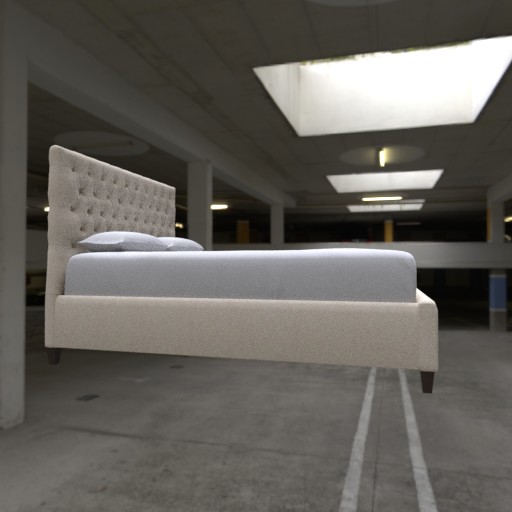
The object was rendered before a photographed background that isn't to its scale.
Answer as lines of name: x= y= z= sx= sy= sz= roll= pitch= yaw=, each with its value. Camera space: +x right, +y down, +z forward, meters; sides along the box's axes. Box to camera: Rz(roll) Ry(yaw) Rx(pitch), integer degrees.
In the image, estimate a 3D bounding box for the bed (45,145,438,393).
bed: x=0.000 y=0.000 z=3.353 sx=2.387 sy=1.427 sz=1.698 roll=0 pitch=-1 yaw=16
